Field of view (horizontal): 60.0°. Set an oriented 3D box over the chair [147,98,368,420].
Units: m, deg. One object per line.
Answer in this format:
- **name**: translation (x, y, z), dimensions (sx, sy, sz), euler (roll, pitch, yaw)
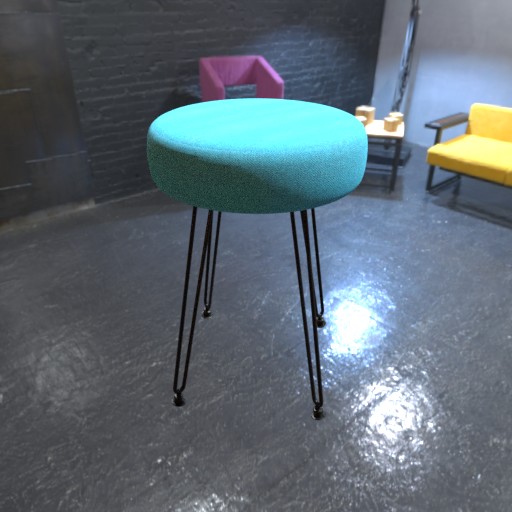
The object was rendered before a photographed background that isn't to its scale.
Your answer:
- **chair**: translation (0.000, 0.000, 0.706), dimensions (0.350, 0.440, 0.350), euler (-22, 37, -32)
